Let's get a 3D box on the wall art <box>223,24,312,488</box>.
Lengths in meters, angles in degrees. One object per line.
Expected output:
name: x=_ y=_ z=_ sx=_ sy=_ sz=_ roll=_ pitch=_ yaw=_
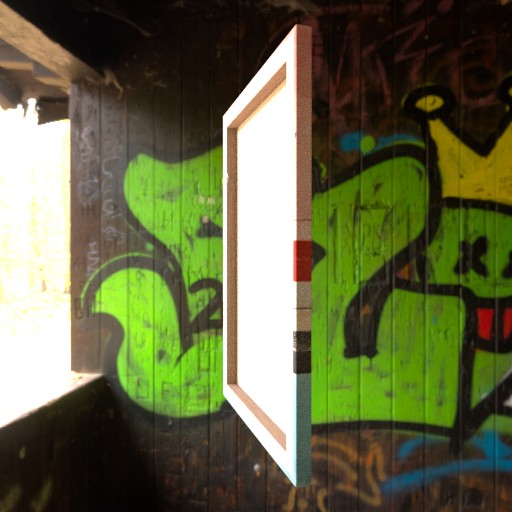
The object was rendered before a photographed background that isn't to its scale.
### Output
wall art: x=0.000 y=0.000 z=1.168 sx=0.038 sy=0.914 sz=0.610 roll=0 pitch=0 yaw=-18
